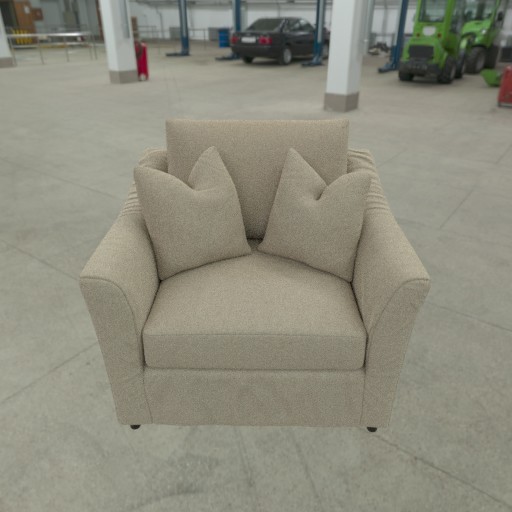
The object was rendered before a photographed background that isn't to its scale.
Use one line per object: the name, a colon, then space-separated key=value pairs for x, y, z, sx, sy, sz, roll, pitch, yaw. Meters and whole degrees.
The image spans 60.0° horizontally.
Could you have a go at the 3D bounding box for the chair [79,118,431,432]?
chair: x=0.000 y=0.000 z=2.016 sx=1.194 sy=1.093 sz=1.071 roll=0 pitch=29 yaw=1
